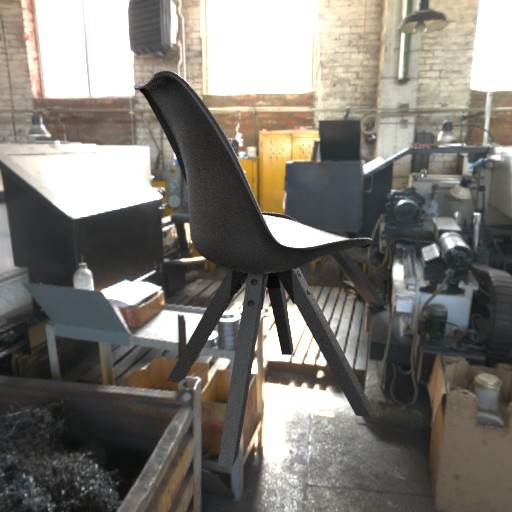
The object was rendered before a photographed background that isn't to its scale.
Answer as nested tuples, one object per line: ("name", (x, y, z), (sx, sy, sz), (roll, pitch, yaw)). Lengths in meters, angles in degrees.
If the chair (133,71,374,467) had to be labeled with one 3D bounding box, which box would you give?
("chair", (0.000, 0.000, 1.172), (0.550, 0.850, 0.485), (-7, 16, -26))
